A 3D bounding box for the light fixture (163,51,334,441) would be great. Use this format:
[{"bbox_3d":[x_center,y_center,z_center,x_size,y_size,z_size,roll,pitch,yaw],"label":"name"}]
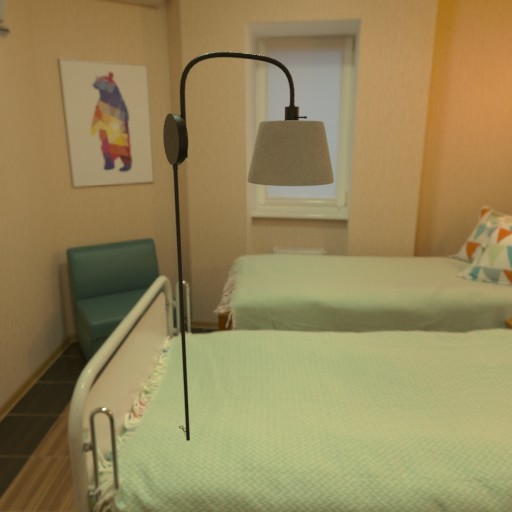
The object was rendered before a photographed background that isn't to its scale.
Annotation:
[{"bbox_3d":[0.000,0.000,0.475,0.176,0.399,0.092,-8,17,-27],"label":"light fixture"}]
